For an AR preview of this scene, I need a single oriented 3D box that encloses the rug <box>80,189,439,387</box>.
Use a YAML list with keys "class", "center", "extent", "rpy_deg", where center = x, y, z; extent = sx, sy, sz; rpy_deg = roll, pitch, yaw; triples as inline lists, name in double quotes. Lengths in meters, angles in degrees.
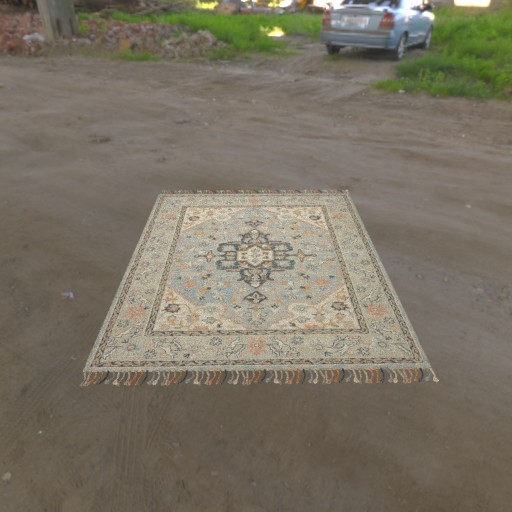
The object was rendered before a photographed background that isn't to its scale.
- class: "rug"
  center: [0.000, 0.000, 2.293]
  extent: [1.278, 0.009, 1.730]
  rpy_deg: [0, 32, -1]
